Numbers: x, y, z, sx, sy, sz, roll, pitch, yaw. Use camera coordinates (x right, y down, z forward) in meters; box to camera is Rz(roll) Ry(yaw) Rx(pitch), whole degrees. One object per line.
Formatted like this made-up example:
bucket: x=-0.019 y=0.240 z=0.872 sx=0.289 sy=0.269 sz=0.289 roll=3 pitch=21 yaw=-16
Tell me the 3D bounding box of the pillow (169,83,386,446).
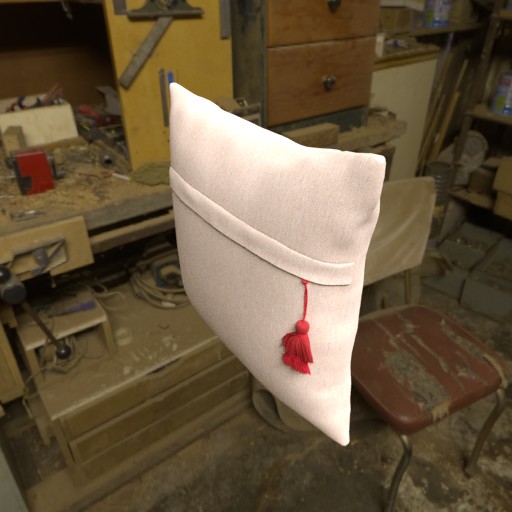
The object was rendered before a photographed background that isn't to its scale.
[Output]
pillow: x=0.000 y=0.000 z=0.673 sx=0.173 sy=0.436 sz=0.433 roll=-21 pitch=37 yaw=-30
